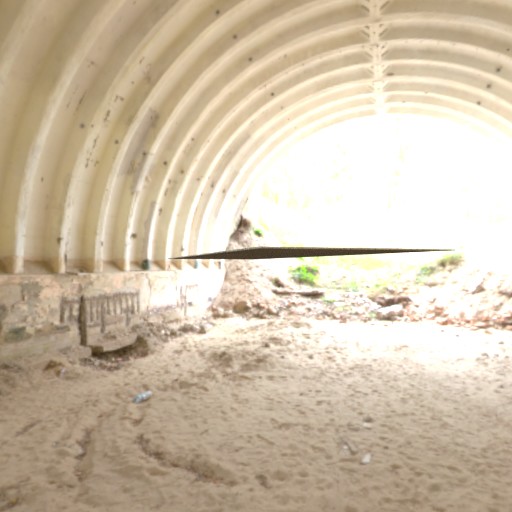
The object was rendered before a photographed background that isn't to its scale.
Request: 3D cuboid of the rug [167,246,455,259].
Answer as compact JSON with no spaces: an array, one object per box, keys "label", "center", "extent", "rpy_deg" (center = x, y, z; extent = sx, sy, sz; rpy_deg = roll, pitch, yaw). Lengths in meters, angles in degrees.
[{"label":"rug","center":[0.000,0.000,2.702],"extent":[0.783,0.006,2.438],"rpy_deg":[0,-1,-18]}]
